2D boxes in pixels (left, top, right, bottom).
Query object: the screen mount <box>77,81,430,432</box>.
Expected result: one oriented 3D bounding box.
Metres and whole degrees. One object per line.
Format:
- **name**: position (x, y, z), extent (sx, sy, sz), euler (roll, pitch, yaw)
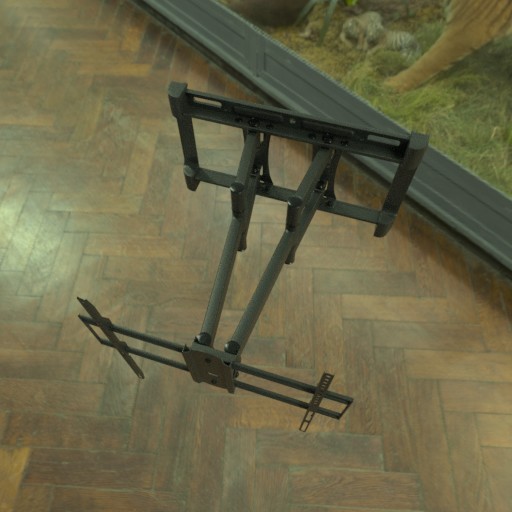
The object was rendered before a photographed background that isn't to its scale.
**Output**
- **screen mount**: position (0.000, 0.000, 0.957), extent (0.571, 0.424, 0.556), euler (15, 60, 9)
